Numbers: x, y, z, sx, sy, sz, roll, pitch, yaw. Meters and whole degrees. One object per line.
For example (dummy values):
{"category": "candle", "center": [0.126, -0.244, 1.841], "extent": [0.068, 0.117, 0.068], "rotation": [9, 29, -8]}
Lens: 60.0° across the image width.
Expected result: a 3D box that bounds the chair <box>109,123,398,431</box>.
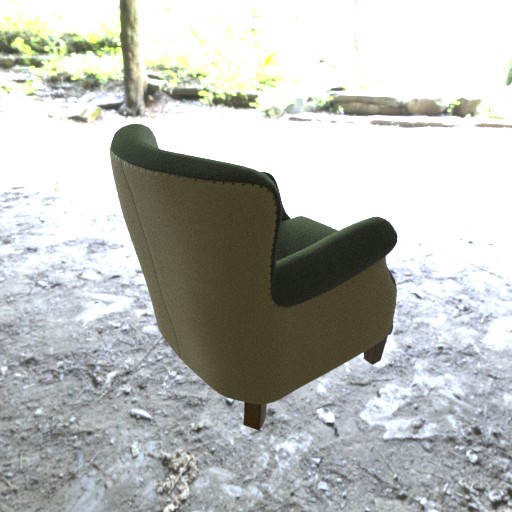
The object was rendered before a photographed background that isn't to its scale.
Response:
{"category": "chair", "center": [0.000, 0.000, 1.670], "extent": [0.921, 0.936, 0.861], "rotation": [-17, 31, -30]}
